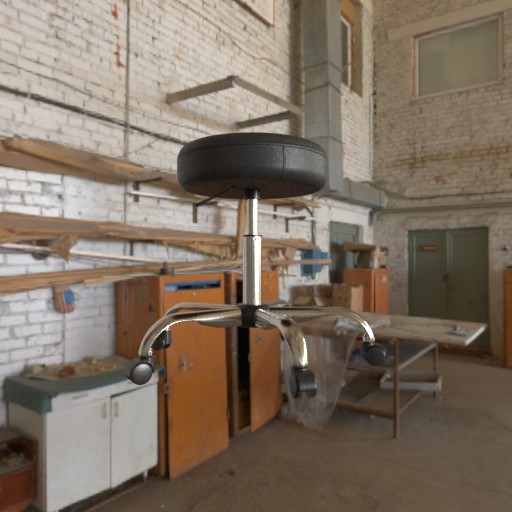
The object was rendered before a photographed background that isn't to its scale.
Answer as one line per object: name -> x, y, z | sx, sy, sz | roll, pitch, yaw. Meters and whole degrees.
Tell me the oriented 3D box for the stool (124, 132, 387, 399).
stool -> 0.000, 0.000, 1.172 | 0.673, 0.576, 0.638 | 0, 0, -19
